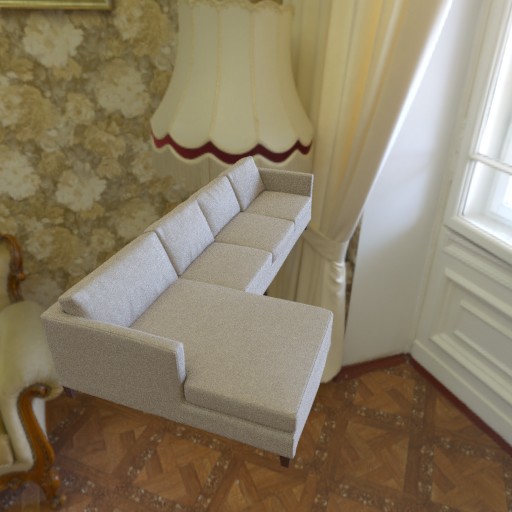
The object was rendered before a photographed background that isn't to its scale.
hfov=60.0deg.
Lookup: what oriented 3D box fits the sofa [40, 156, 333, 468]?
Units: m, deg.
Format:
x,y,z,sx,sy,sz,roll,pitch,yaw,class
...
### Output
x,y,z,sx,sy,sz,roll,pitch,yaw,class
0.000,0.000,3.831,1.625,0.846,3.186,10,30,17,sofa
